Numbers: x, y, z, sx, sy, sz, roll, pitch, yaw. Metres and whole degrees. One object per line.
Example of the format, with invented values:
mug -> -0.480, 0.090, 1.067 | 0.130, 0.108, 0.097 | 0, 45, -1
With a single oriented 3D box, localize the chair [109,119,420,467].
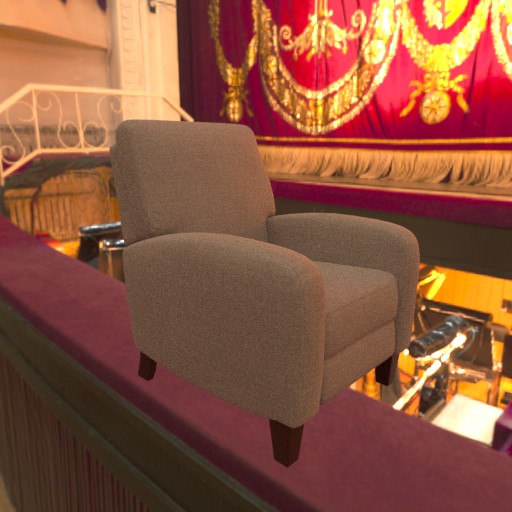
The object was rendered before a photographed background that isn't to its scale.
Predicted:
chair -> 0.000, 0.000, 1.665 | 0.990, 0.990, 0.762 | 13, 19, 42
